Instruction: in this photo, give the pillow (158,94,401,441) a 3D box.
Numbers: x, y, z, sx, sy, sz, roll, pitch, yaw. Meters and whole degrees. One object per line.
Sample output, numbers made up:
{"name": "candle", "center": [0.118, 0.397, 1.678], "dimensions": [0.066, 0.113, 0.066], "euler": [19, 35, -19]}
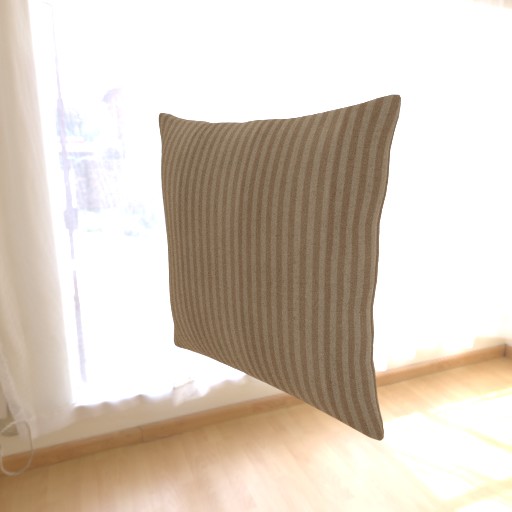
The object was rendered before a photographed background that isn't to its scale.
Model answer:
{"name": "pillow", "center": [0.000, 0.000, 0.789], "dimensions": [0.523, 0.510, 0.166], "euler": [13, 19, 41]}
